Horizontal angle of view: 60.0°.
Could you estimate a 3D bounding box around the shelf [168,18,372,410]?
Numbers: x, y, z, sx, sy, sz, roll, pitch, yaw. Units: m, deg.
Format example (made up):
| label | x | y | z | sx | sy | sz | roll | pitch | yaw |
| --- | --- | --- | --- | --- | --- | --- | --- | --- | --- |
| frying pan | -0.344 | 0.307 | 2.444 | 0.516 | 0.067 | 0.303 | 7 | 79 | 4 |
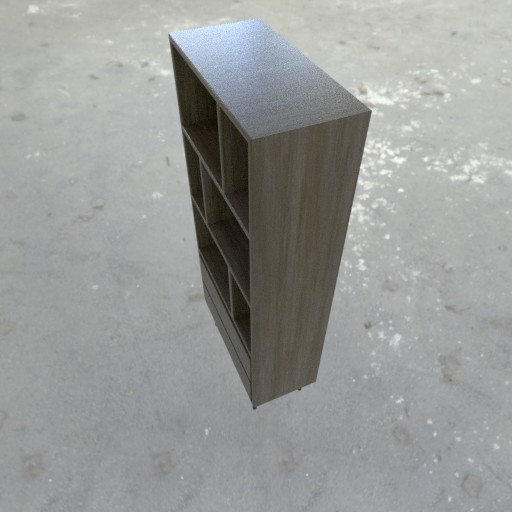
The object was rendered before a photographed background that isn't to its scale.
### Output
| label | x | y | z | sx | sy | sz | roll | pitch | yaw |
| --- | --- | --- | --- | --- | --- | --- | --- | --- | --- |
| shelf | 0.000 | 0.000 | 1.801 | 0.323 | 1.545 | 0.670 | -18 | 49 | -16 |
